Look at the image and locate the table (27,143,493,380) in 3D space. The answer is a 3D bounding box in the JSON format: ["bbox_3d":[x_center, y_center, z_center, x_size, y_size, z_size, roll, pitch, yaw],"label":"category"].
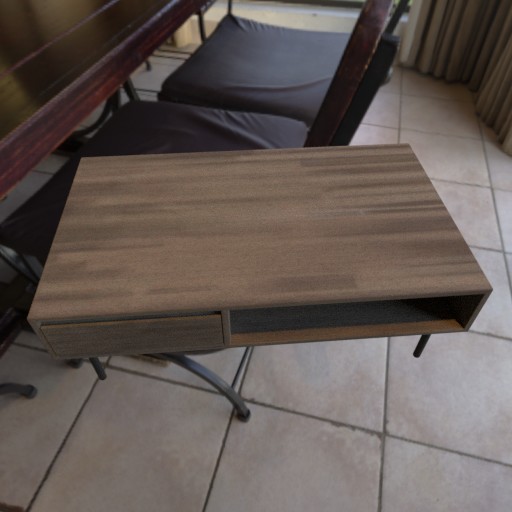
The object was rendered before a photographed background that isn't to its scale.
[{"bbox_3d":[0.000,0.000,1.371,1.088,0.347,0.643,-3,46,-3],"label":"table"}]
